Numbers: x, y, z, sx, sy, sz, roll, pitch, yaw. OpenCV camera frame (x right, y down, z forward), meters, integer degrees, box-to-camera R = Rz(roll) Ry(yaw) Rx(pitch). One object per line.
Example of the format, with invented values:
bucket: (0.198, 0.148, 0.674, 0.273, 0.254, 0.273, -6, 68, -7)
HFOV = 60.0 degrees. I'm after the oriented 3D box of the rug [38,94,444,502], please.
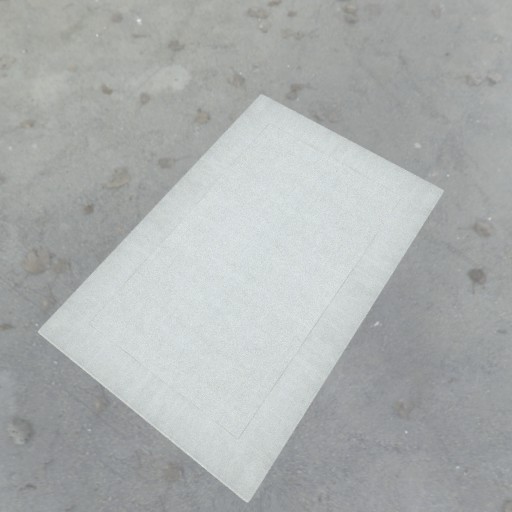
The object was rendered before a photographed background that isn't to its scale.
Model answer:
rug: (0.000, 0.000, 2.246, 1.219, 0.013, 1.829, 33, 69, 14)
